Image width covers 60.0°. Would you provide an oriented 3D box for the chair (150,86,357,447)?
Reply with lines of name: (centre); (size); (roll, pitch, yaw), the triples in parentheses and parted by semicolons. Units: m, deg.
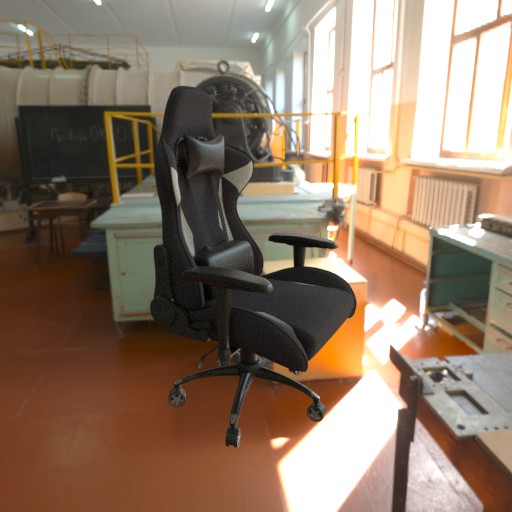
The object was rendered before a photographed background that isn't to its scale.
chair: (0.000, 0.000, 1.765); (0.695, 1.300, 0.730); (8, 17, 27)
